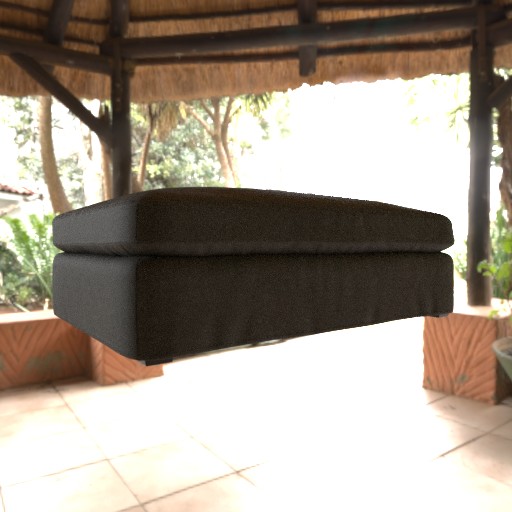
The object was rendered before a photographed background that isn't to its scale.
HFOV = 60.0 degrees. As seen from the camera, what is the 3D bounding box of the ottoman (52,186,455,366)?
[{"bbox_3d":[0.000,0.000,1.558,1.199,0.429,0.840,-1,2,-36],"label":"ottoman"}]
